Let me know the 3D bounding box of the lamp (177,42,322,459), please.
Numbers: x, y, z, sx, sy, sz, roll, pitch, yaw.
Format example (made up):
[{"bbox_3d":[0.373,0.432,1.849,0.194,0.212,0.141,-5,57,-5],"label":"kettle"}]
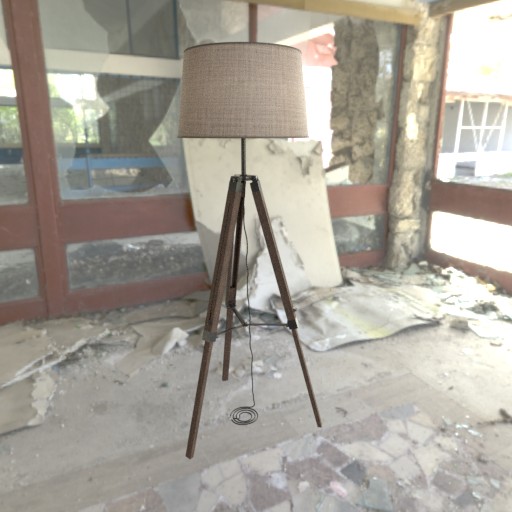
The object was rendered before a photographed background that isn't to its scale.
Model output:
[{"bbox_3d":[0.000,0.000,1.792,0.587,1.510,0.604,2,16,9],"label":"lamp"}]
